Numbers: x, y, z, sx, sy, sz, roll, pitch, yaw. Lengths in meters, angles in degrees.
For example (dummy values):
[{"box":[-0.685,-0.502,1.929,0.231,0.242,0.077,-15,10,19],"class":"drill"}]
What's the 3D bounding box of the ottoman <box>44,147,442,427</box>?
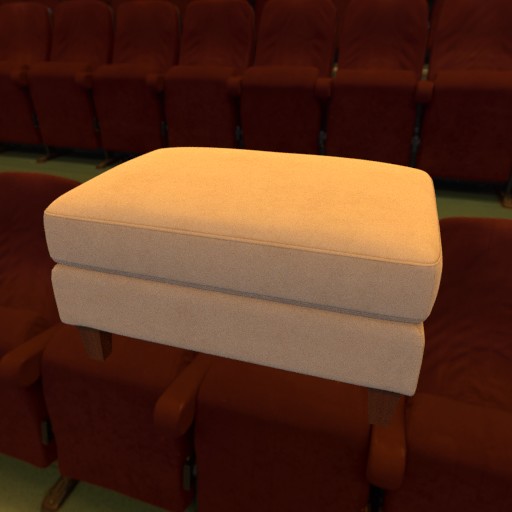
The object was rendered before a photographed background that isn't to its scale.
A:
[{"box":[0.000,0.000,1.183,0.864,0.483,0.584,8,28,15],"class":"ottoman"}]
